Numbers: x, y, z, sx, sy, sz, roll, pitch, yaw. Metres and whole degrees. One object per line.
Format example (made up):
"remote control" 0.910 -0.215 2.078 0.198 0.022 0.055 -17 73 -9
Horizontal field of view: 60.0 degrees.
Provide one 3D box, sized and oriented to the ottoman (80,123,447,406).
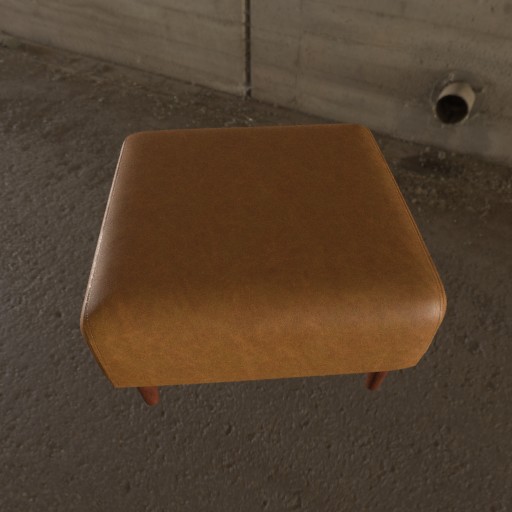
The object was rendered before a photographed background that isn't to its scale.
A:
"ottoman" 0.000 0.000 1.073 0.650 0.399 0.650 -3 46 -3
